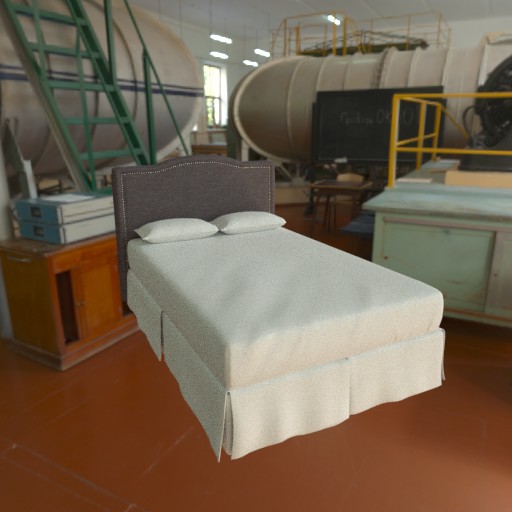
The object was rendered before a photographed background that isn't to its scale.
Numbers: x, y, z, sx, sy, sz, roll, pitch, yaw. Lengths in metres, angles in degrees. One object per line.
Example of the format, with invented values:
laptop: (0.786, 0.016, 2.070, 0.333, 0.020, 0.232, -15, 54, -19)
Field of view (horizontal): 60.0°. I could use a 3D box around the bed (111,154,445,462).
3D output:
bed: (0.000, 0.000, 3.550, 1.741, 1.441, 2.507, -8, 19, -26)
